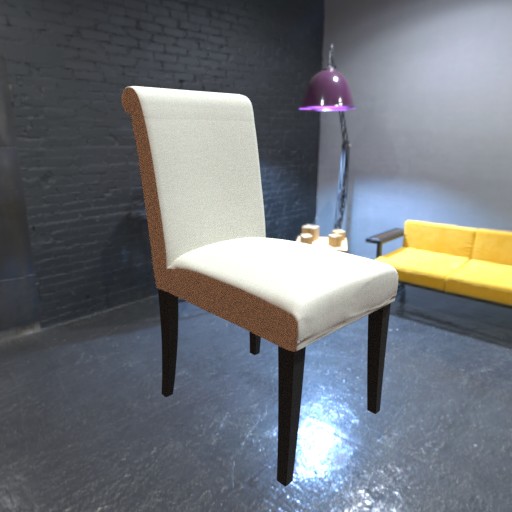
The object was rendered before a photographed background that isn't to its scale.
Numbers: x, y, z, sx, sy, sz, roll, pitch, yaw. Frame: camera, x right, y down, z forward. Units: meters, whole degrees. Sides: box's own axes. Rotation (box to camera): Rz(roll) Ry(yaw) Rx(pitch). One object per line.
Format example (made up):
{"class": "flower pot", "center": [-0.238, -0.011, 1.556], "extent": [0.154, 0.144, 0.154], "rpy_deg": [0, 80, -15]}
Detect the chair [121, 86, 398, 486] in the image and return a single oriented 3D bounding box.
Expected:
{"class": "chair", "center": [0.000, 0.000, 1.338], "extent": [0.452, 0.976, 0.708], "rpy_deg": [-15, 21, -42]}
